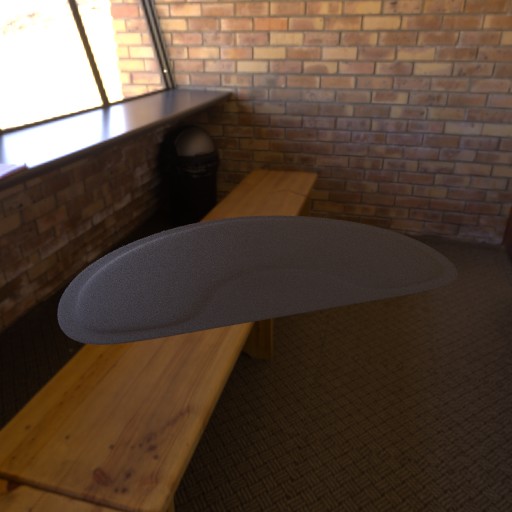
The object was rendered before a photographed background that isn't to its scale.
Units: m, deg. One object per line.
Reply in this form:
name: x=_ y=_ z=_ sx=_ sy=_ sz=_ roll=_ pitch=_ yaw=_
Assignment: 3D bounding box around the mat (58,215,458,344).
mat: x=0.000 y=0.000 z=1.871 sx=1.524 sy=0.013 sz=0.913 roll=-8 pitch=27 yaw=-15
